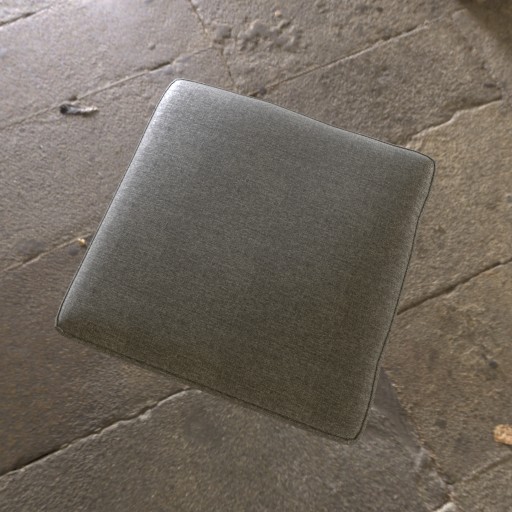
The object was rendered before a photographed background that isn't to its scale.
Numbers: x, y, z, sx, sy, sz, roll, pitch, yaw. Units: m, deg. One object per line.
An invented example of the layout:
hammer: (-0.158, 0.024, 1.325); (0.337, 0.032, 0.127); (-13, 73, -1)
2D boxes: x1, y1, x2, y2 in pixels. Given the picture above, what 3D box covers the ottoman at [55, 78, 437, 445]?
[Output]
ottoman: (0.000, 0.000, 1.370); (0.838, 0.481, 0.838); (19, 75, 5)
